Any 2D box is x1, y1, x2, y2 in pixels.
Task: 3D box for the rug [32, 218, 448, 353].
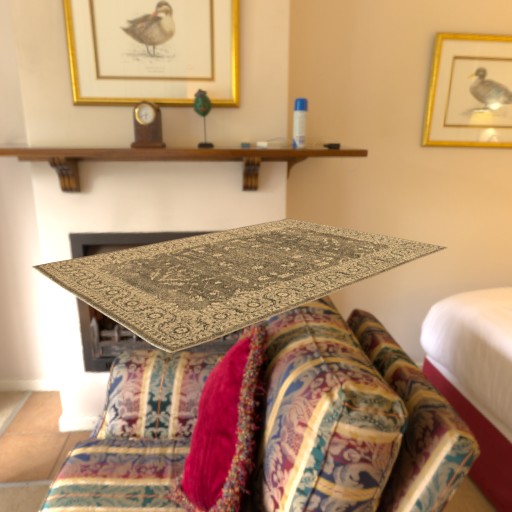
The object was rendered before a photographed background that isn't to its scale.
[{"bbox_3d":[0.000,0.000,2.299,1.828,0.019,1.209,-14,21,-42],"label":"rug"}]
